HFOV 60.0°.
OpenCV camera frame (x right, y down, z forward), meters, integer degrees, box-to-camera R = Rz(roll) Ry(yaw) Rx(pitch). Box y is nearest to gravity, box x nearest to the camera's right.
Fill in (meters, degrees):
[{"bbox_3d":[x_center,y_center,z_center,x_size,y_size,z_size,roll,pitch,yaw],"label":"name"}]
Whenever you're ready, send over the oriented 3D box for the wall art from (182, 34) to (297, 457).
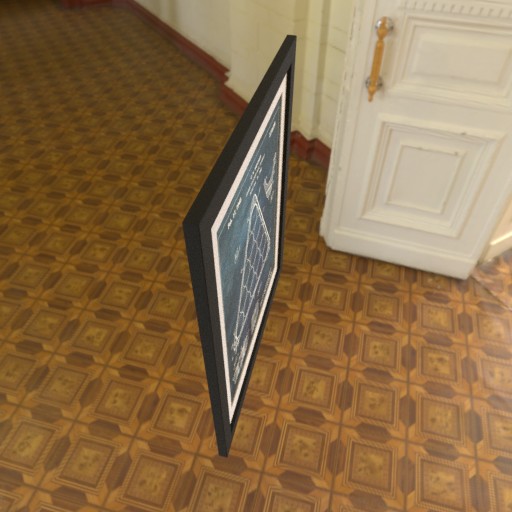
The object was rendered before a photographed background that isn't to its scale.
[{"bbox_3d":[0.000,0.000,0.493,0.010,0.361,0.311,10,47,10],"label":"wall art"}]
